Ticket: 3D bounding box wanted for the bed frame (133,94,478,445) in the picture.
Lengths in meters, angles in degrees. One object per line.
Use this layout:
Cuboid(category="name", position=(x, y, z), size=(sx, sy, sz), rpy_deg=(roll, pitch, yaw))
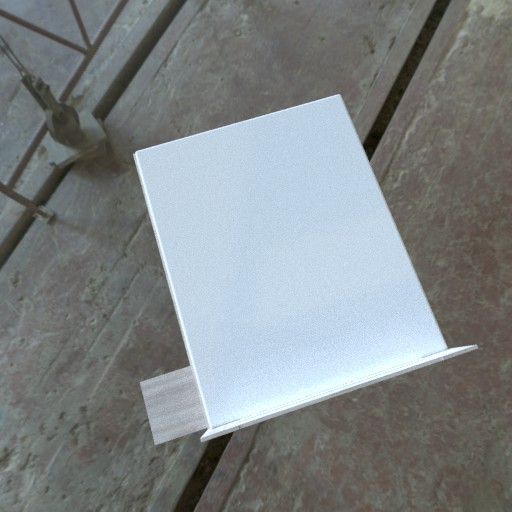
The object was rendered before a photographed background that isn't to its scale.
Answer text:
Cuboid(category="bed frame", position=(0.000, 0.000, 3.143), size=(2.040, 0.860, 2.050), rpy_deg=(-17, 76, -5))
